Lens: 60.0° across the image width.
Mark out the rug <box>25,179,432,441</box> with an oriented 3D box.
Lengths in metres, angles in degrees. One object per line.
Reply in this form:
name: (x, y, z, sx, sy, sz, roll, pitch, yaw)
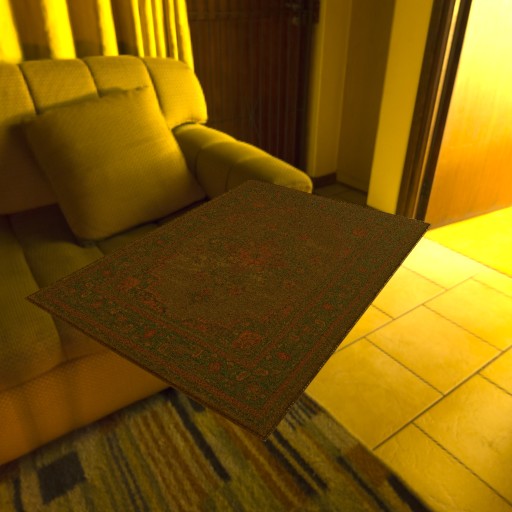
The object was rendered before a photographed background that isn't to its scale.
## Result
rug: (0.000, 0.000, 2.852, 1.609, 0.013, 2.214, 19, 36, 29)
